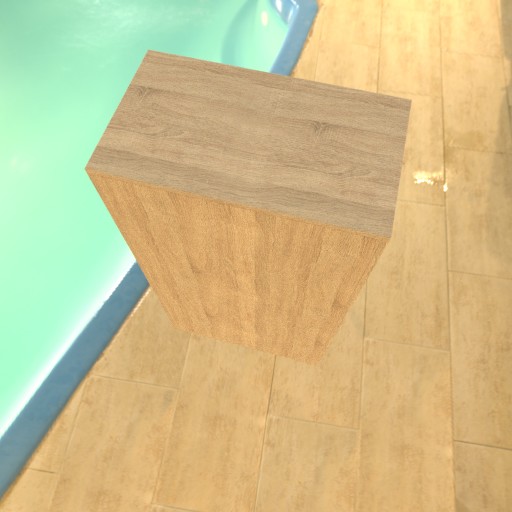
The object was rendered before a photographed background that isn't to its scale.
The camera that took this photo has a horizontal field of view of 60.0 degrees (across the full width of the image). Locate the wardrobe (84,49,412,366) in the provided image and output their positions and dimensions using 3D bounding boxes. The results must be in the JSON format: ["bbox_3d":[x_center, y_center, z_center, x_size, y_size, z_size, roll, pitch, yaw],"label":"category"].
[{"bbox_3d":[0.000,0.000,2.396,1.000,1.960,0.600,13,65,6],"label":"wardrobe"}]
